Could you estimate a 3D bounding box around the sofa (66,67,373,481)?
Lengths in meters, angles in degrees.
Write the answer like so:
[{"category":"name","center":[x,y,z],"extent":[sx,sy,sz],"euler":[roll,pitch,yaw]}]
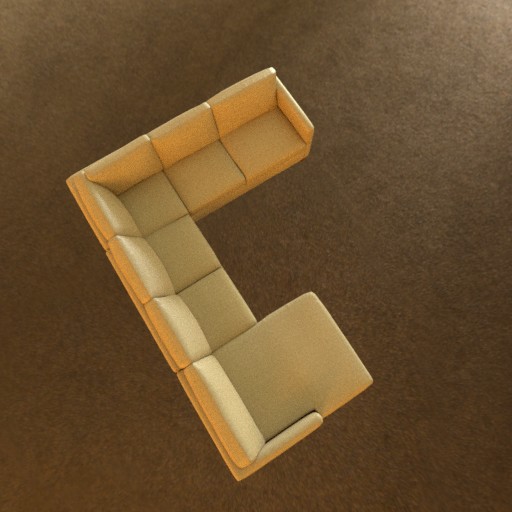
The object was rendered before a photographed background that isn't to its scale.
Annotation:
[{"category":"sofa","center":[0.000,0.000,4.678],"extent":[2.594,0.961,3.460],"euler":[-32,77,-8]}]
